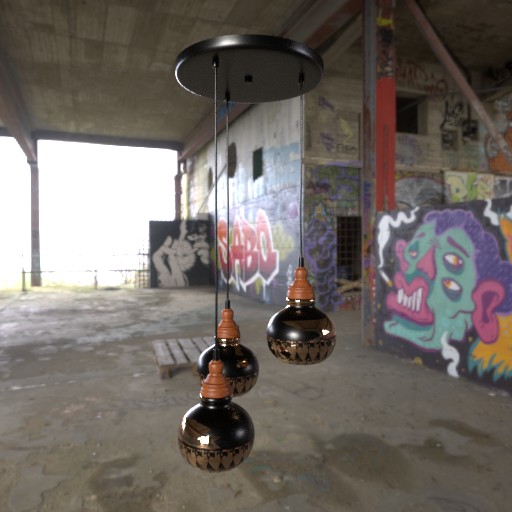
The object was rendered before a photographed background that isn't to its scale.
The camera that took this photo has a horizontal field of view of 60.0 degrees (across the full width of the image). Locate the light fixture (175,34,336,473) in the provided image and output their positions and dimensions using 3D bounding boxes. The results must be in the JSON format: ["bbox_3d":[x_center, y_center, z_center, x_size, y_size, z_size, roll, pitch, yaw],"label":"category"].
[{"bbox_3d":[0.000,0.000,1.692,0.605,1.410,0.608,0,1,-1],"label":"light fixture"}]
